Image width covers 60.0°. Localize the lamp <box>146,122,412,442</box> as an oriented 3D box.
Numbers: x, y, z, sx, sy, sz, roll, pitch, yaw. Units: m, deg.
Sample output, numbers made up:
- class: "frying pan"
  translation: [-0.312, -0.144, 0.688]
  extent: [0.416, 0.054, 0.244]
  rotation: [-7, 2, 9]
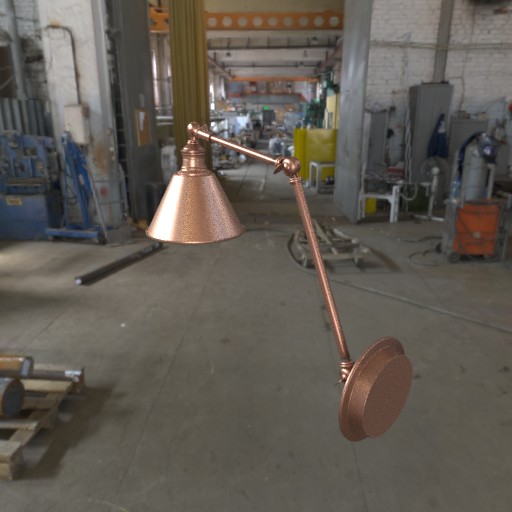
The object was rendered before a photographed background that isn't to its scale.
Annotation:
- class: "lamp"
  translation: [0.000, 0.000, 0.874]
  extent: [0.223, 0.502, 0.624]
  rotation: [-16, 23, -40]
